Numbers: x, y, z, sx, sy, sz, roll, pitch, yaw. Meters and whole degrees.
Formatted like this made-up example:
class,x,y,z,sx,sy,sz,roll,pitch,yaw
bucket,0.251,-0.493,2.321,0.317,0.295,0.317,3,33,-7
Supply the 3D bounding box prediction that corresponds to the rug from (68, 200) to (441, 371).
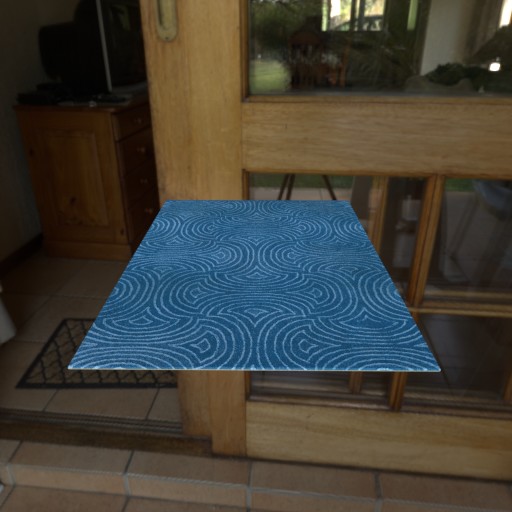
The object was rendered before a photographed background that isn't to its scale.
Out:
class,x,y,z,sx,sy,sz,roll,pitch,yaw
rug,0.000,0.000,2.795,1.543,0.015,2.144,0,26,0
